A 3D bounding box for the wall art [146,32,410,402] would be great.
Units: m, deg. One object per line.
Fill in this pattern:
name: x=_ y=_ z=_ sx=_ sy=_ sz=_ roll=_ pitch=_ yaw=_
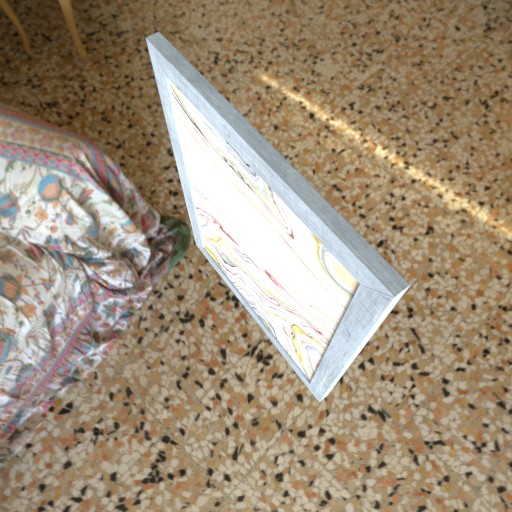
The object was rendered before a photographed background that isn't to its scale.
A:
wall art: x=0.000 y=0.000 z=0.780 sx=0.022 sy=0.582 sz=0.479 roll=-33 pitch=67 yaw=-16
